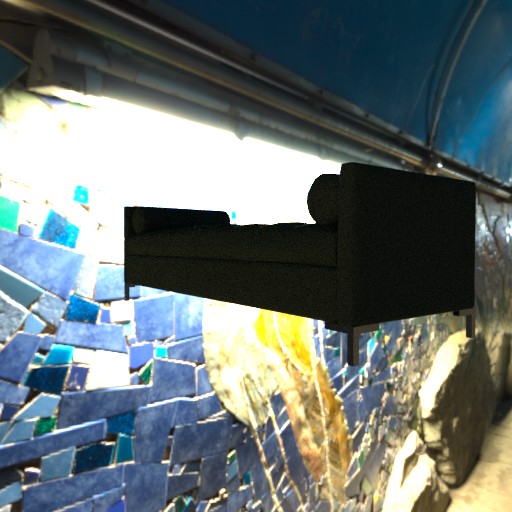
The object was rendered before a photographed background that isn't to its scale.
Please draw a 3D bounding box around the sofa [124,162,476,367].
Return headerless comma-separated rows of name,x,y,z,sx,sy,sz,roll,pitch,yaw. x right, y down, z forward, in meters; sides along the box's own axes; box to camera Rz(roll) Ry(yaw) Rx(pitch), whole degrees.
sofa,0.000,0.000,2.467,0.797,0.657,2.102,-1,2,-36
